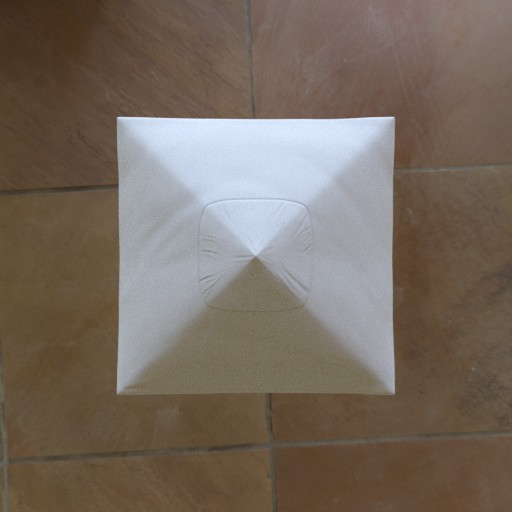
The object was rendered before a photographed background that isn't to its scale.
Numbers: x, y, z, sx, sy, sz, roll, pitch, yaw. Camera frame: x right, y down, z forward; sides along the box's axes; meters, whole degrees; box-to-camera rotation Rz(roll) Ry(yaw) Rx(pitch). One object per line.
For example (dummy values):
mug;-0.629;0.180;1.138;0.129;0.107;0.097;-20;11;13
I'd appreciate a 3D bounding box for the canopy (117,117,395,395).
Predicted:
canopy;0.000;0.000;5.476;2.998;2.997;2.996;0;90;0
